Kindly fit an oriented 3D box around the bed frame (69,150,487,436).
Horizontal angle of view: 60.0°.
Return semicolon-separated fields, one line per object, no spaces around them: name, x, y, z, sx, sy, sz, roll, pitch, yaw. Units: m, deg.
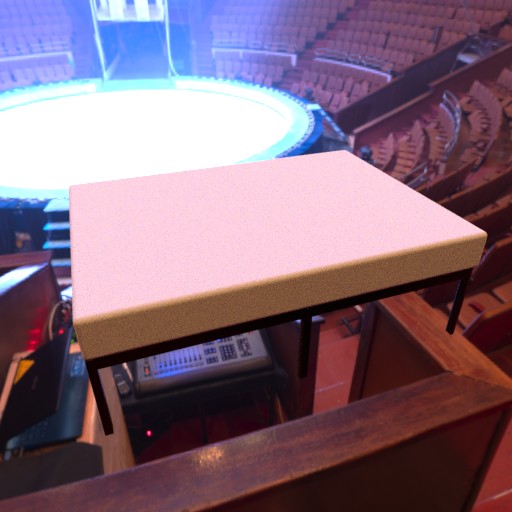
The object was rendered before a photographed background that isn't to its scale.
bed frame;0.000;0.000;2.637;1.956;0.659;1.408;-11;33;-17
